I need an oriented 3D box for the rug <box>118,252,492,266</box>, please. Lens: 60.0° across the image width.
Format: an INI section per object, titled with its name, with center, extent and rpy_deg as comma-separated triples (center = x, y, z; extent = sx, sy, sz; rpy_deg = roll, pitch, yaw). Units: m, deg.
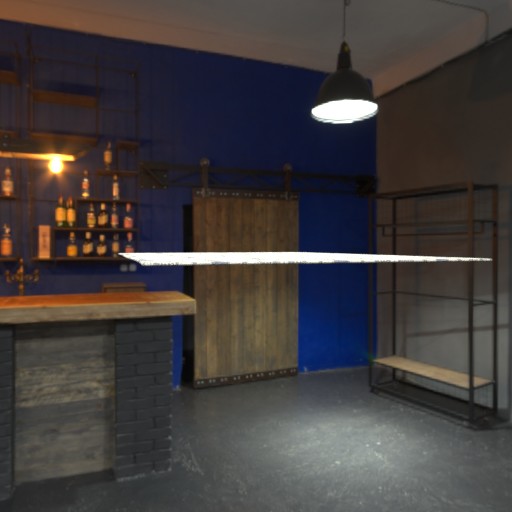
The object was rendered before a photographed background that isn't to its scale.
[rug]
center = 0.000, 0.000, 2.960
extent = 1.676, 0.013, 2.261
rpy_deg = 0, 1, -19
